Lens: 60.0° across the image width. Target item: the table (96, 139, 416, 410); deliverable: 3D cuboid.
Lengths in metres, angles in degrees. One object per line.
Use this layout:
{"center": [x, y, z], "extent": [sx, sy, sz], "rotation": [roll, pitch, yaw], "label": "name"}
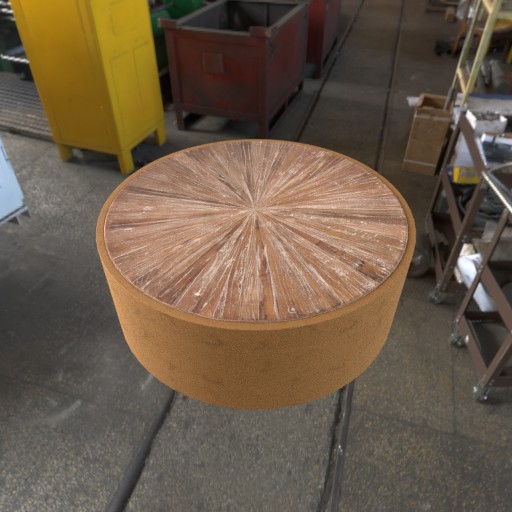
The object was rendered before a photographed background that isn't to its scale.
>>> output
{"center": [0.000, 0.000, 1.566], "extent": [1.001, 0.409, 1.001], "rotation": [0, 41, 0], "label": "table"}
